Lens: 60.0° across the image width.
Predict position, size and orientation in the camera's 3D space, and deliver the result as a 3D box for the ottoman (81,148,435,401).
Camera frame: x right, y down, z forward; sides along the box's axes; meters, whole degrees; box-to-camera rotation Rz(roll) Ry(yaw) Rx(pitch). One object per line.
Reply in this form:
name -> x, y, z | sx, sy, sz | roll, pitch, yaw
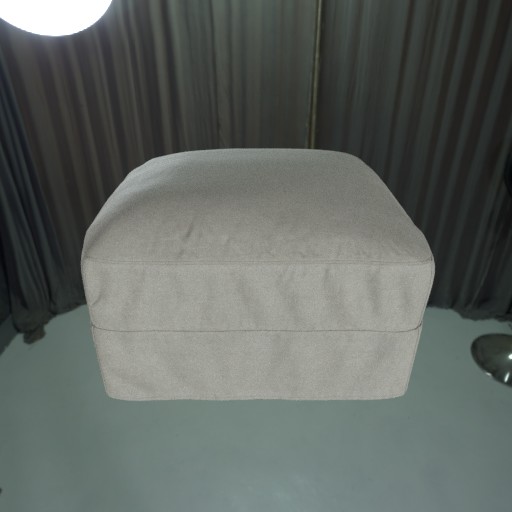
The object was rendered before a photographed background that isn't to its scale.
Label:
ottoman -> 0.000, 0.000, 1.105 | 0.712, 0.480, 0.584 | 0, 29, 0
